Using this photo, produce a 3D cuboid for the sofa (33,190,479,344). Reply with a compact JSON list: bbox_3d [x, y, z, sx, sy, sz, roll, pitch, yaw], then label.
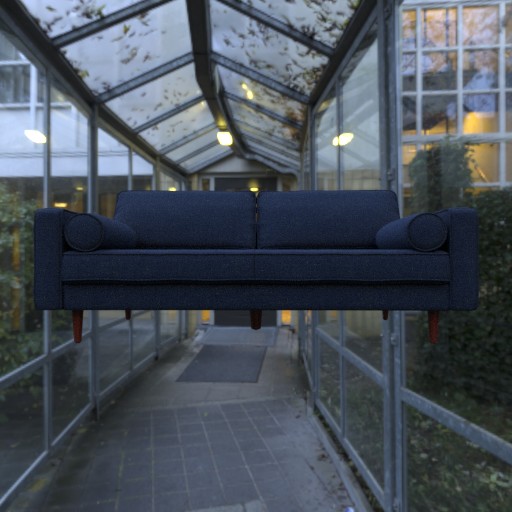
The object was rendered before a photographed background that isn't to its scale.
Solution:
[{"bbox_3d":[0.000,0.000,2.287,1.880,0.762,0.914,0,0,1],"label":"sofa"}]
